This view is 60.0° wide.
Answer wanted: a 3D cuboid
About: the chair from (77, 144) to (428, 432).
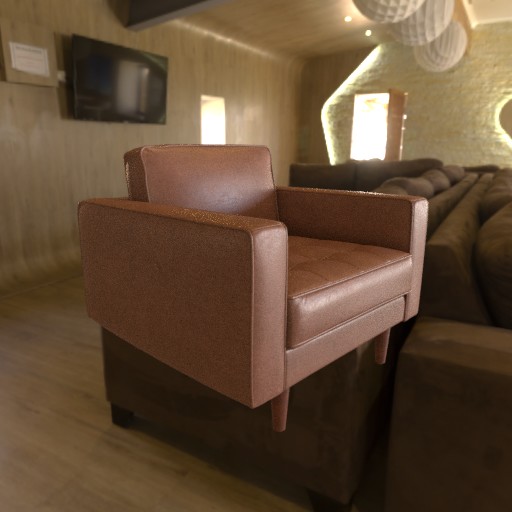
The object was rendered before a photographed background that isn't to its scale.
[{"bbox_3d":[0.000,0.000,1.570,0.900,0.770,0.920,13,19,43],"label":"chair"}]
